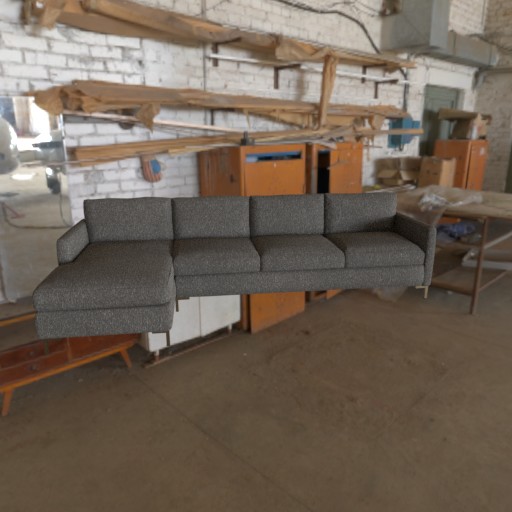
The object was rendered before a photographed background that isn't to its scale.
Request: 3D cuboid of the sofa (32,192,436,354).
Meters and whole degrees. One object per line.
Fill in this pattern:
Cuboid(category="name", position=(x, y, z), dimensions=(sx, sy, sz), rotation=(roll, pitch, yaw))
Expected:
Cuboid(category="sofa", position=(0.000, 0.000, 3.467), dimensions=(2.932, 0.810, 1.350), rotation=(-2, 16, -8))
